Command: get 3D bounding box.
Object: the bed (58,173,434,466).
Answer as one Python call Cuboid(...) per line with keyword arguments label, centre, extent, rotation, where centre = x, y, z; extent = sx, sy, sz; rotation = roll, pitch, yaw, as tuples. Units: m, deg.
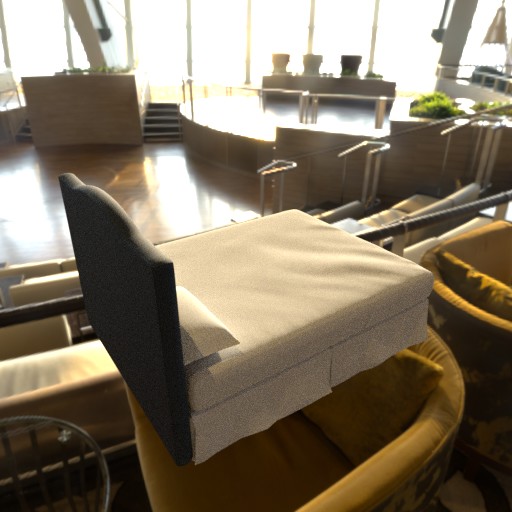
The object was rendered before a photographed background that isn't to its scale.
Cuboid(label="bed", centre=(0.000, 0.000, 3.421), extent=(2.282, 1.436, 1.821), rotation=(-18, 32, -31))
